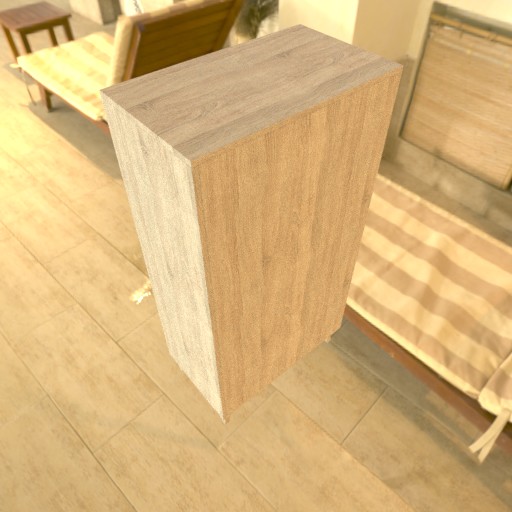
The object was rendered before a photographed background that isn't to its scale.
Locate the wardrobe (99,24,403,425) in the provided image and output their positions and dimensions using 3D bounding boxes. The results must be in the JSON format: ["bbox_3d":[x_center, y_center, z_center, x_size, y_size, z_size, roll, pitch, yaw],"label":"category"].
[{"bbox_3d":[0.000,0.000,2.373,1.000,1.960,0.600,-32,54,-26],"label":"wardrobe"}]
